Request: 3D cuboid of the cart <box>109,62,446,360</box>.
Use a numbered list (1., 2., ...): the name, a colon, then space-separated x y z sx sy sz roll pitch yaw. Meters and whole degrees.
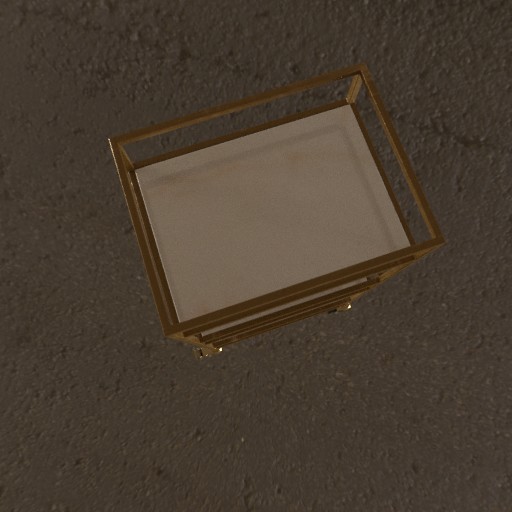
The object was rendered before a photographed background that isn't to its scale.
1. cart: 0.000 0.000 1.002 0.483 0.761 0.332 -18 77 -4
